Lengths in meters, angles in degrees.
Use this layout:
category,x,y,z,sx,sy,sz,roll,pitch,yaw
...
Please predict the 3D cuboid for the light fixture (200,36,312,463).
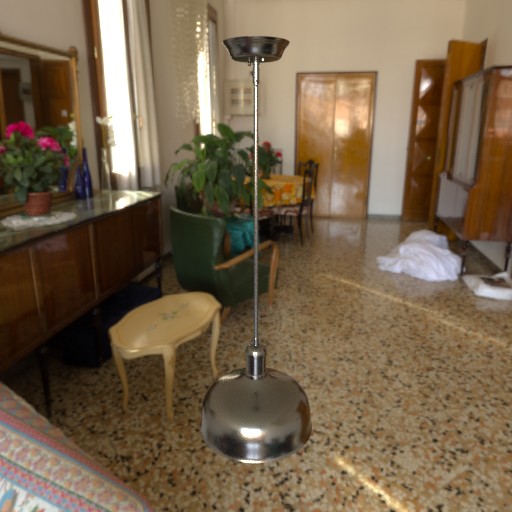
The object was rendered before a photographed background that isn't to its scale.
category,x,y,z,sx,sy,sz,roll,pitch,yaw
light fixture,0.000,0.000,1.063,0.299,0.935,0.299,-7,18,-24
